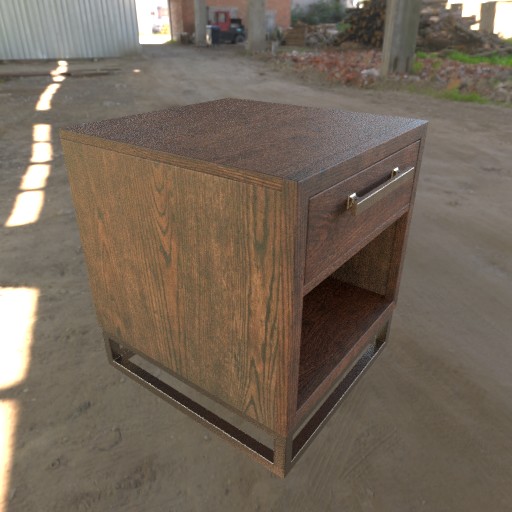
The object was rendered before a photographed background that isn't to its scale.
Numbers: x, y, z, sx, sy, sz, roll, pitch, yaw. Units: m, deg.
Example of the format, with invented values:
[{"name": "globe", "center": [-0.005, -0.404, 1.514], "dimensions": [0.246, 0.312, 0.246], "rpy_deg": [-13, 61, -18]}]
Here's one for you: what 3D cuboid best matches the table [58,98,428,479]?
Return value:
[{"name": "table", "center": [0.000, 0.000, 1.008], "dimensions": [0.566, 0.582, 0.506], "rpy_deg": [19, 33, 32]}]
